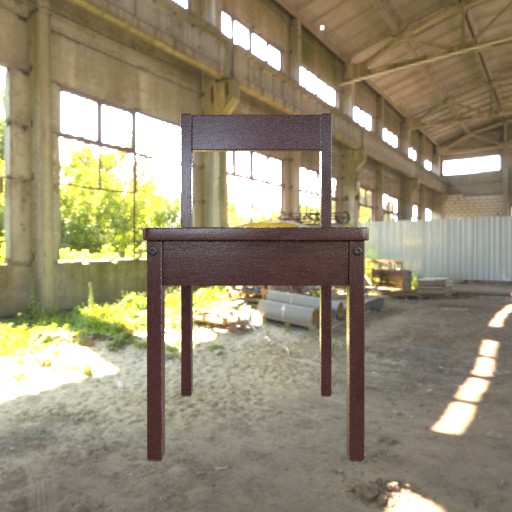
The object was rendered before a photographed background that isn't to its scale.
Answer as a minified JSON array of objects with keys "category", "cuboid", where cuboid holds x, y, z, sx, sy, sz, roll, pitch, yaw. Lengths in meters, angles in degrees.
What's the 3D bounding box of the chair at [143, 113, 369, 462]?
[{"category":"chair","cuboid":[0.000,0.000,0.888,0.367,0.668,0.361,0,0,0]}]
